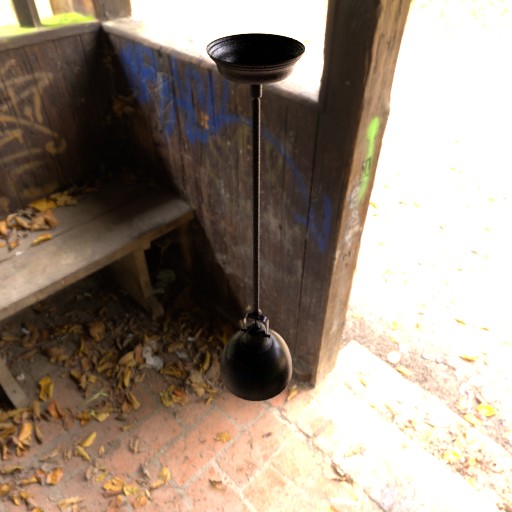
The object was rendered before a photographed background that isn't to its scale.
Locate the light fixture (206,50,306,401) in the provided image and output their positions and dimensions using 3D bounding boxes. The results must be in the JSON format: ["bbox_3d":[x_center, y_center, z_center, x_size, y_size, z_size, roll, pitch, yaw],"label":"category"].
[{"bbox_3d":[0.000,0.000,0.864,0.182,0.768,0.182,12,43,13],"label":"light fixture"}]
